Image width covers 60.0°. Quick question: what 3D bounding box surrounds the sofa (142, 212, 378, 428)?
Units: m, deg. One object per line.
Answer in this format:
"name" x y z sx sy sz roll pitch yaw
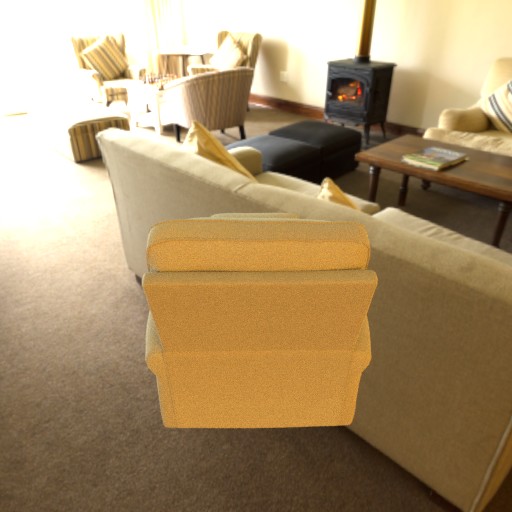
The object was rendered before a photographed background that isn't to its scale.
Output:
"sofa" 0.000 0.000 2.065 0.880 0.959 1.478 0 31 -1
